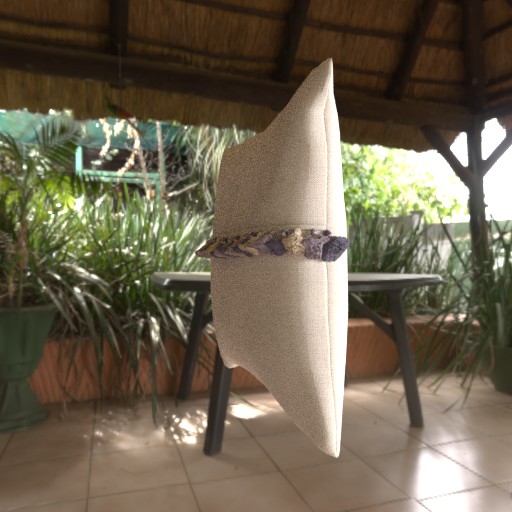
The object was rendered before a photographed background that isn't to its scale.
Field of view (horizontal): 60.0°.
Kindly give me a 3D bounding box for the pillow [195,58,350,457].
[{"bbox_3d":[0.000,0.000,0.741,0.165,0.481,0.489,0,-1,-19],"label":"pillow"}]
